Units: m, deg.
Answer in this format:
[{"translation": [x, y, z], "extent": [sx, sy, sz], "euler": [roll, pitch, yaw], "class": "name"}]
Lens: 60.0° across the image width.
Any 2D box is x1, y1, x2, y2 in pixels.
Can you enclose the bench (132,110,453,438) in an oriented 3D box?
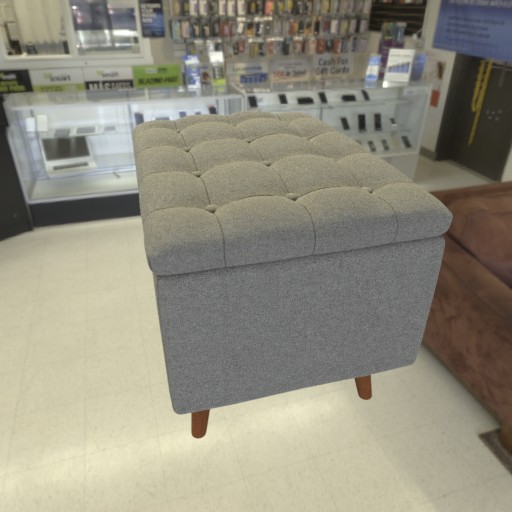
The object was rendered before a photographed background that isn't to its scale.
[{"translation": [0.000, 0.000, 0.892], "extent": [0.417, 0.469, 0.572], "euler": [-8, 32, -13], "class": "bench"}]
